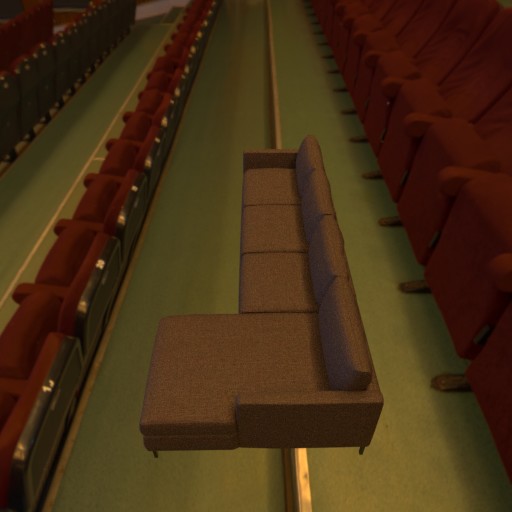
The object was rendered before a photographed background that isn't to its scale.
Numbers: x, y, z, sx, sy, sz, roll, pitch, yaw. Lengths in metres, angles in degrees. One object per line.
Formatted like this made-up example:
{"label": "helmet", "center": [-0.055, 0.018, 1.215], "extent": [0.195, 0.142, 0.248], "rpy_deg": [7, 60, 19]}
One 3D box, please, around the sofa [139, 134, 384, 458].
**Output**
{"label": "sofa", "center": [0.000, 0.000, 3.899], "extent": [1.483, 0.892, 3.221], "rpy_deg": [0, 41, 0]}
